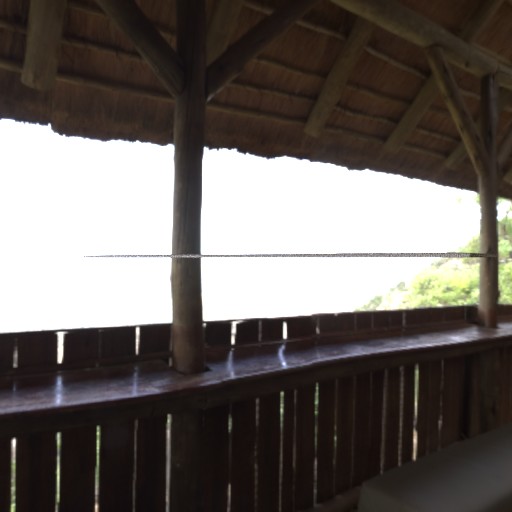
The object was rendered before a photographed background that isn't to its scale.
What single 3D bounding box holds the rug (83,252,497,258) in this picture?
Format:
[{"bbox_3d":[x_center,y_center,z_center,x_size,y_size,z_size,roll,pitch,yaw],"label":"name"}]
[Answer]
[{"bbox_3d":[0.000,0.000,2.463,2.297,0.019,0.659,0,0,36],"label":"rug"}]
